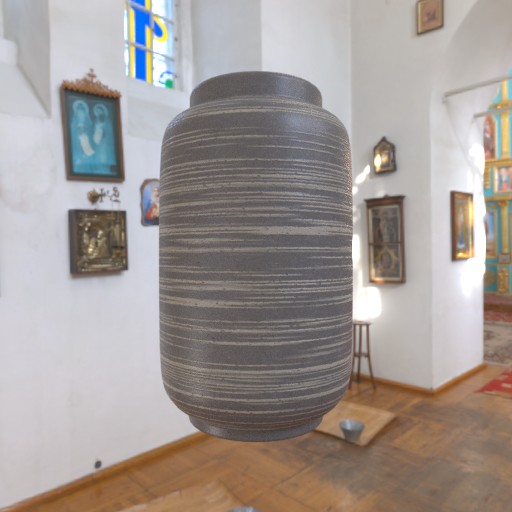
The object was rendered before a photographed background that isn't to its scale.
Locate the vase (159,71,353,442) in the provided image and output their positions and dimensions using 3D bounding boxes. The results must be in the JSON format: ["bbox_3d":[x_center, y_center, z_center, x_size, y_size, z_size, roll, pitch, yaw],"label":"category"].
[{"bbox_3d":[0.000,0.000,0.694,0.297,0.499,0.297,0,0,0],"label":"vase"}]
